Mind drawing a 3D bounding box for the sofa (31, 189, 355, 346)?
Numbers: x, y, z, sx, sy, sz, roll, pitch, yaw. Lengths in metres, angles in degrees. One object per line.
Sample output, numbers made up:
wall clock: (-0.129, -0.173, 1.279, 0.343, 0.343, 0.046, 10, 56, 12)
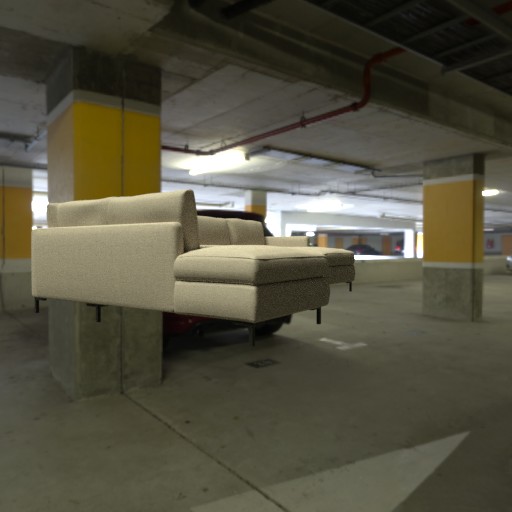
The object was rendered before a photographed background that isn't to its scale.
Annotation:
sofa: (0.000, 0.000, 3.575, 1.879, 0.756, 2.737, 1, 1, 34)
